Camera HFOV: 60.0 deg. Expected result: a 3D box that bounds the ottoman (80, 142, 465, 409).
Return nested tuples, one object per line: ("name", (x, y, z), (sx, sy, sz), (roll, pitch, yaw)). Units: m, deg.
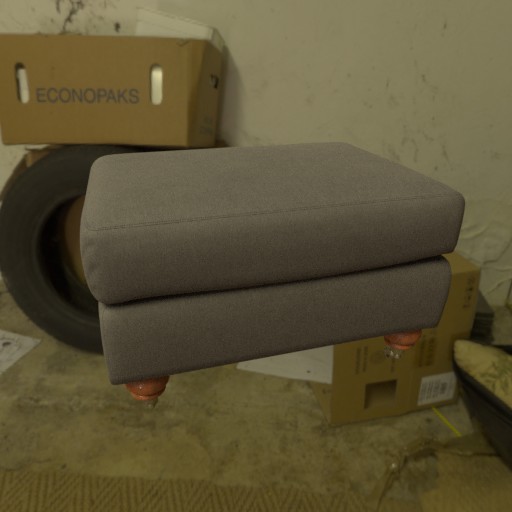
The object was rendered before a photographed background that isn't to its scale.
("ottoman", (0.000, 0.000, 1.126), (0.773, 0.497, 0.574), (-7, 26, -15))
